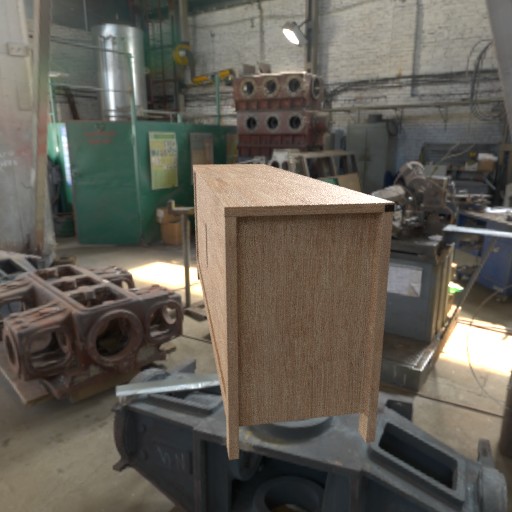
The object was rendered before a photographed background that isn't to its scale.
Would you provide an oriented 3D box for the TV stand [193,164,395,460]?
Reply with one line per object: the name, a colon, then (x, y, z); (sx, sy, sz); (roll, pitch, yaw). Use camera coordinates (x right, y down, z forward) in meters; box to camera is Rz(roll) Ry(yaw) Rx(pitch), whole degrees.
TV stand: (0.000, 0.000, 1.712); (0.398, 0.610, 1.466); (-3, 15, -10)
